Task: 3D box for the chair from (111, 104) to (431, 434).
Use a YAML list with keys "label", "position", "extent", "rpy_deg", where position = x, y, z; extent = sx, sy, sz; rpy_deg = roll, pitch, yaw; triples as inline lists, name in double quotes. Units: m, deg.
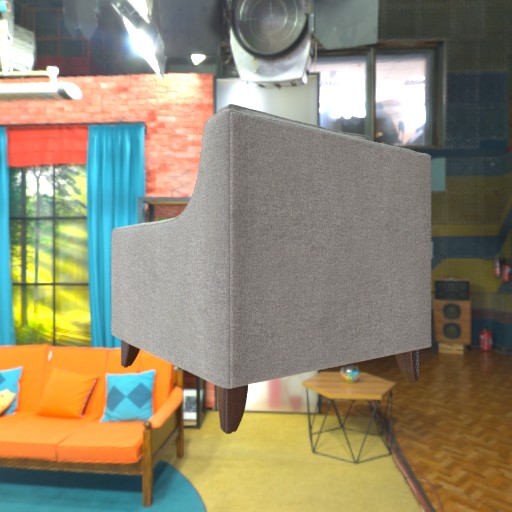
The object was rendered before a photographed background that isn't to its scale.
- label: "chair"
  position: [0.000, 0.000, 1.629]
  extent: [0.838, 0.864, 0.918]
  rpy_deg: [0, 0, -36]
